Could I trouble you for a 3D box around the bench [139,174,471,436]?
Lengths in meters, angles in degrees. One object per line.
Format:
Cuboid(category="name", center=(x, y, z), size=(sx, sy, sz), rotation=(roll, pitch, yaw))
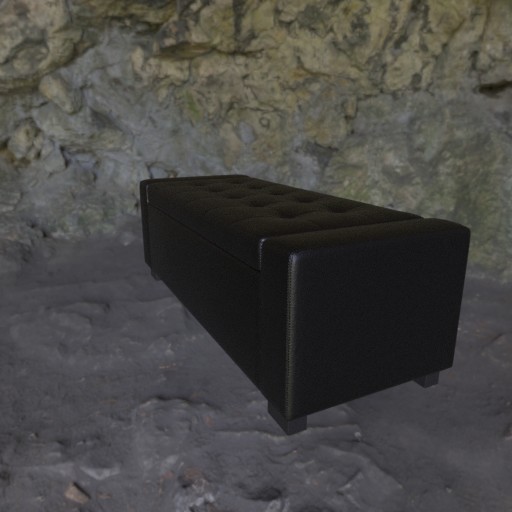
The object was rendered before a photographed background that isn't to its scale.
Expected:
Cuboid(category="bench", center=(0.000, 0.000, 1.547), size=(0.508, 0.445, 1.296), rotation=(-8, 18, -25))
